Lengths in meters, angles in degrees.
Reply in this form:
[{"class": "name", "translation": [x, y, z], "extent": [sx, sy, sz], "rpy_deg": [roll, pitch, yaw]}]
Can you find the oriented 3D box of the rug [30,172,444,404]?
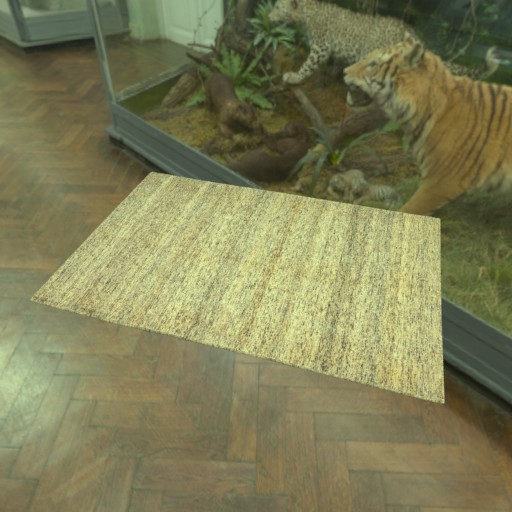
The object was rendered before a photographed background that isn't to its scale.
[{"class": "rug", "translation": [0.000, 0.000, 2.311], "extent": [1.846, 0.014, 1.243], "rpy_deg": [11, 42, 13]}]
